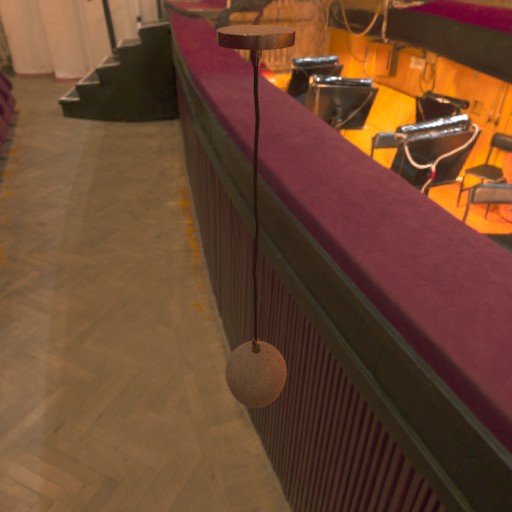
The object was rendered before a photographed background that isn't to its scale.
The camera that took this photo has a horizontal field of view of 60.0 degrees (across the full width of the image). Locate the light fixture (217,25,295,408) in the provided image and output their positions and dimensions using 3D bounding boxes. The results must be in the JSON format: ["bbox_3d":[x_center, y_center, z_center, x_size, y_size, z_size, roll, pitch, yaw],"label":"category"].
[{"bbox_3d":[0.000,0.000,0.834,0.139,0.764,0.139,-12,35,-17],"label":"light fixture"}]
